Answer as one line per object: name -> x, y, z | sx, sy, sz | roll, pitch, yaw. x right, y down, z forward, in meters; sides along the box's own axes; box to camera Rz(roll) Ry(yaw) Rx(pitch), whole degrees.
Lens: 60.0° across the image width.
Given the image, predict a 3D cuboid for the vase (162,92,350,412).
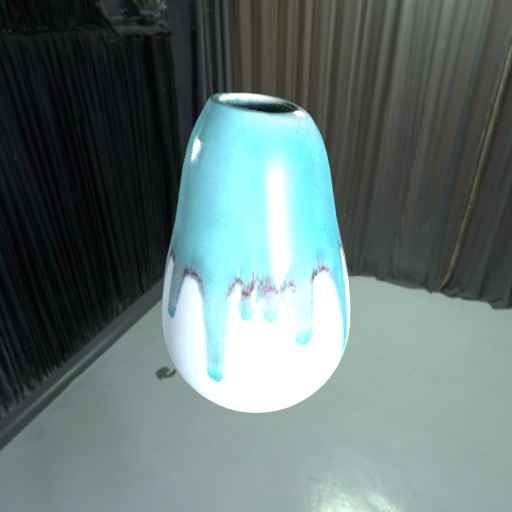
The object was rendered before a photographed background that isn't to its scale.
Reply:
vase -> 0.000, 0.000, 0.259 | 0.116, 0.179, 0.116 | 0, 31, 0
